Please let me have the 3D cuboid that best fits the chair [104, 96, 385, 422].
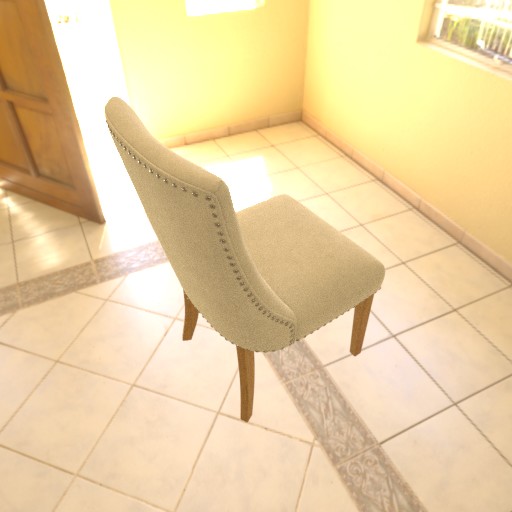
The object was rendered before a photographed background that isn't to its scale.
[{"bbox_3d":[0.000,0.000,1.274,0.610,0.902,0.495,-25,47,-26],"label":"chair"}]
